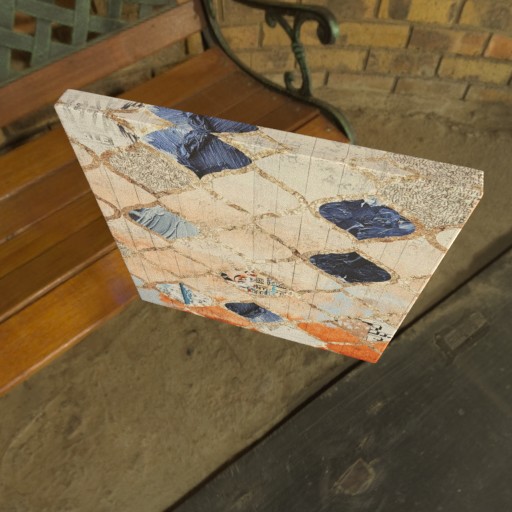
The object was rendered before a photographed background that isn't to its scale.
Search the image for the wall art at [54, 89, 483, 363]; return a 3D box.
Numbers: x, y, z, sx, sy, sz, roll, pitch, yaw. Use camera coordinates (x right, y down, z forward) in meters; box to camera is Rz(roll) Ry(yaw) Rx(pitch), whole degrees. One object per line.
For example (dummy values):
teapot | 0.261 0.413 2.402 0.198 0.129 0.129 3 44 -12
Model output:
wall art | 0.000 0.000 0.722 0.507 0.508 0.038 14 58 9
